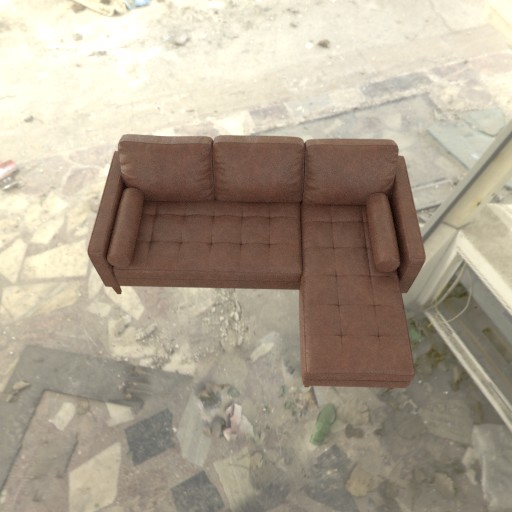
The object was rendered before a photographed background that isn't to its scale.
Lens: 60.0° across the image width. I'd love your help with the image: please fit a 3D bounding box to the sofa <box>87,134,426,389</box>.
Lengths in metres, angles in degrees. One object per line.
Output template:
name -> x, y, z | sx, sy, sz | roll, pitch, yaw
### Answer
sofa -> 0.000, 0.000, 3.003 | 2.185, 0.841, 1.613 | 1, 57, 1
